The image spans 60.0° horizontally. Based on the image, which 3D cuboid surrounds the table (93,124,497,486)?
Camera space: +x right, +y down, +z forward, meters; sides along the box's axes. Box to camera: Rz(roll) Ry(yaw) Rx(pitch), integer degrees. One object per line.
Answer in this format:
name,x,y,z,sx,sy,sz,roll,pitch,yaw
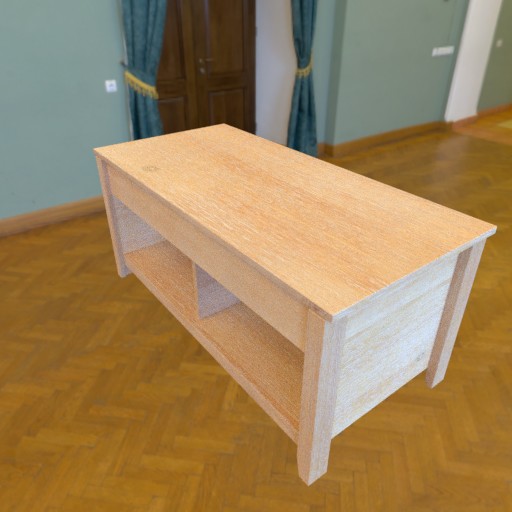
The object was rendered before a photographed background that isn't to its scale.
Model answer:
table,0.000,0.000,1.256,0.483,0.457,1.016,-22,37,-31
